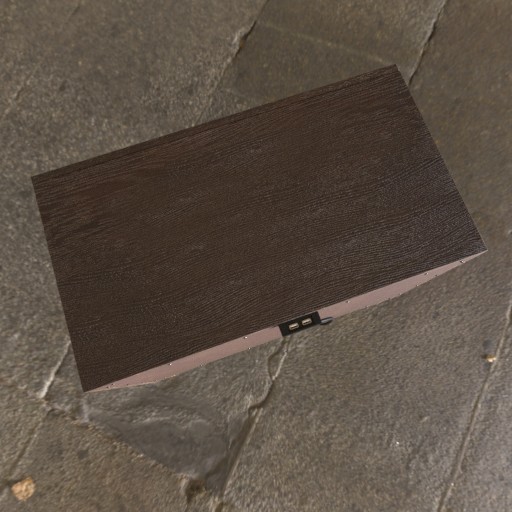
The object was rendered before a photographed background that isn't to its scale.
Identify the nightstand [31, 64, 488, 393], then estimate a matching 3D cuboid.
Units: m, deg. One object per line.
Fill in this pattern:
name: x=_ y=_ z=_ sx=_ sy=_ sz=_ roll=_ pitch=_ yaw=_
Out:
nightstand: x=0.000 y=0.000 z=1.138 sx=0.775 sy=0.612 sz=0.457 roll=-19 pitch=77 yaw=-5
